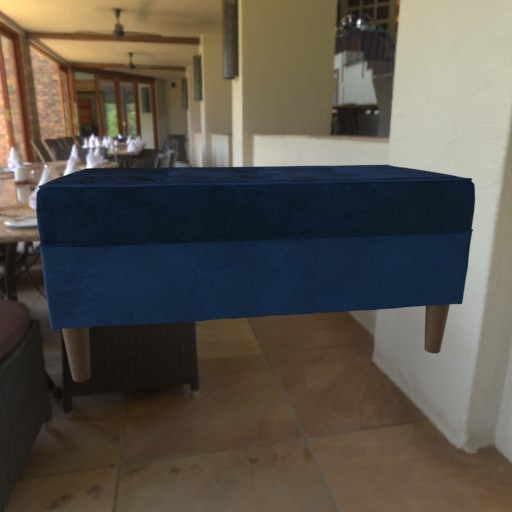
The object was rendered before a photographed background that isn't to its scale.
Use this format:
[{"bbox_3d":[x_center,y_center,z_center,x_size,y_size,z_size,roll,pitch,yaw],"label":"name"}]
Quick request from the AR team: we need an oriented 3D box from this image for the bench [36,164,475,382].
[{"bbox_3d":[0.000,0.000,1.255,1.010,0.467,0.489,-2,16,-9],"label":"bench"}]
